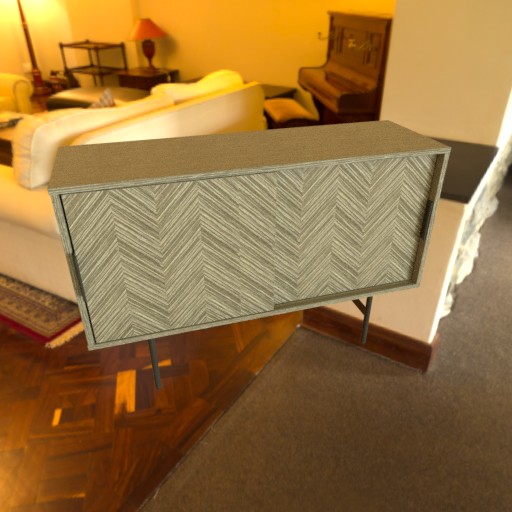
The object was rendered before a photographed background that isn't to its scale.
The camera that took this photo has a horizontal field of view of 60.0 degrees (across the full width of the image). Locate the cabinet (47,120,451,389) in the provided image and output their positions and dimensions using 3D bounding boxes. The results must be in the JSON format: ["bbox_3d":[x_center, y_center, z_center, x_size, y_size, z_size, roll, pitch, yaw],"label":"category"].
[{"bbox_3d":[0.000,0.000,1.597,1.194,0.787,0.405,-9,32,-15],"label":"cabinet"}]
